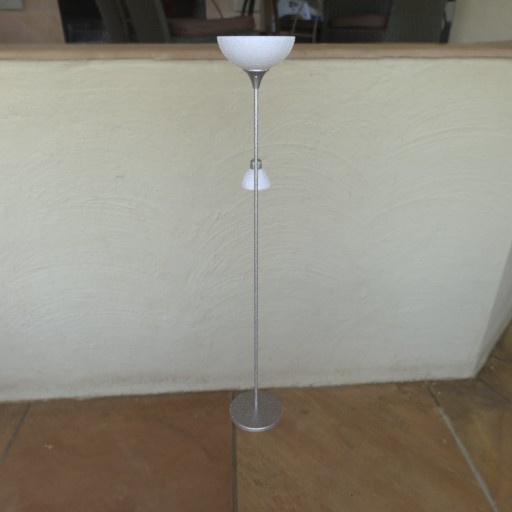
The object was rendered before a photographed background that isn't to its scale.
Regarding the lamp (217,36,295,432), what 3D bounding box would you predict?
[{"bbox_3d":[0.000,0.000,2.032,0.279,1.804,0.425,0,27,0],"label":"lamp"}]
